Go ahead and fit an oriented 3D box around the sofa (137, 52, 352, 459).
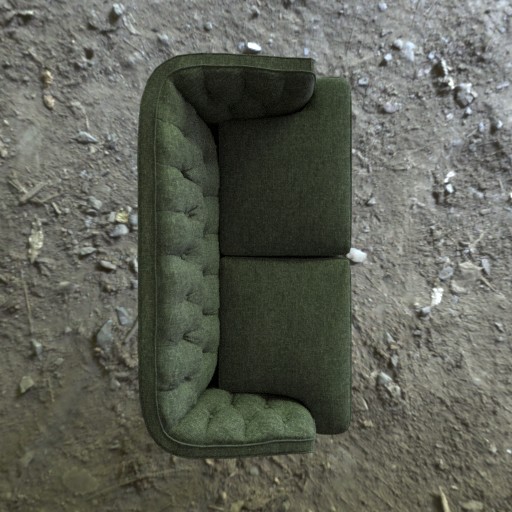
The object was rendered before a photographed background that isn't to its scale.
[{"bbox_3d":[0.000,0.000,2.185,0.941,0.855,1.733,0,90,2],"label":"sofa"}]
